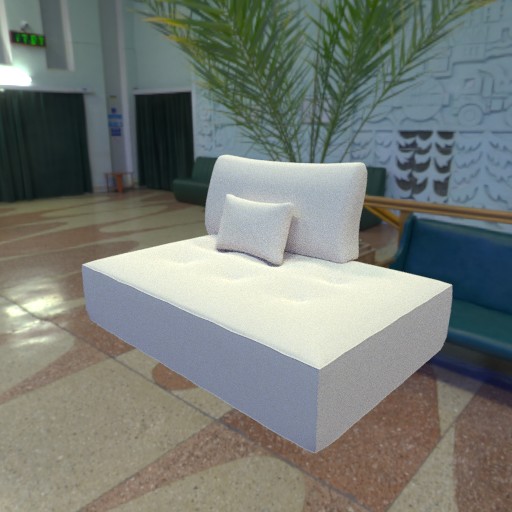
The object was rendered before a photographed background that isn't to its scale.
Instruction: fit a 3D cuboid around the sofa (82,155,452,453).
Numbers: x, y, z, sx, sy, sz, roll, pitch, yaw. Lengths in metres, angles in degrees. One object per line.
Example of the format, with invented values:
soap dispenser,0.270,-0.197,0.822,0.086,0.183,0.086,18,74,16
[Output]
sofa,0.000,0.000,2.038,1.450,0.820,1.000,15,22,42
